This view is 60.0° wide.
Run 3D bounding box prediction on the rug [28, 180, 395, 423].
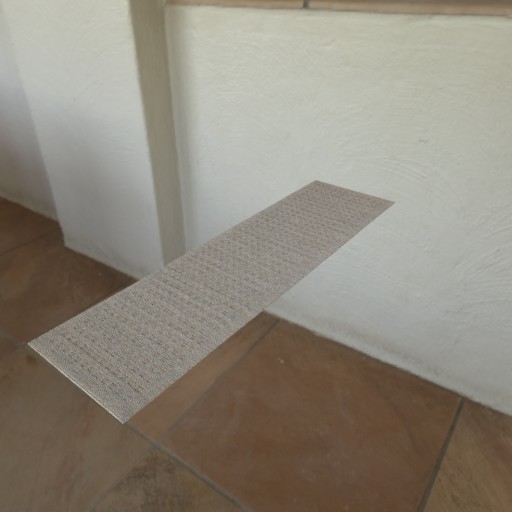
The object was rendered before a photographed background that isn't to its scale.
[{"bbox_3d":[0.000,0.000,2.619,0.688,0.005,2.437,23,38,32],"label":"rug"}]
